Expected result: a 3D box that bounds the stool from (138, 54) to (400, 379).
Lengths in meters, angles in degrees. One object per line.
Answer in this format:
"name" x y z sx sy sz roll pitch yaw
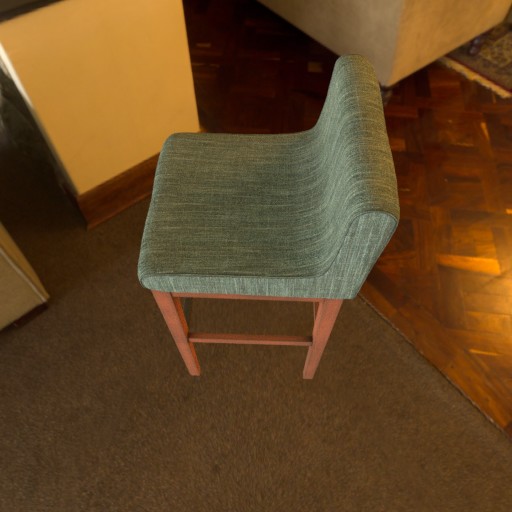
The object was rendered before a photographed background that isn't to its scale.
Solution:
"stool" 0.000 0.000 1.223 0.499 0.965 0.426 1 58 1
